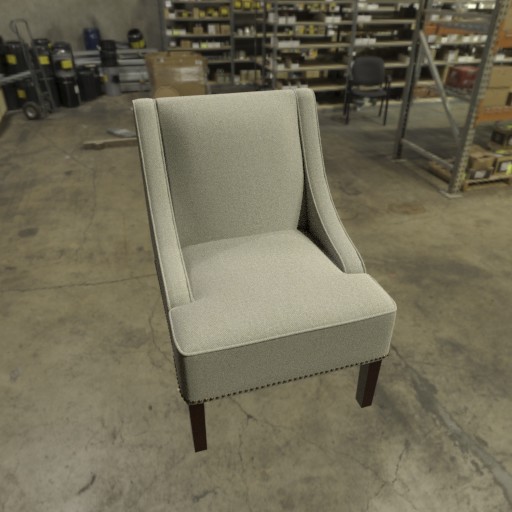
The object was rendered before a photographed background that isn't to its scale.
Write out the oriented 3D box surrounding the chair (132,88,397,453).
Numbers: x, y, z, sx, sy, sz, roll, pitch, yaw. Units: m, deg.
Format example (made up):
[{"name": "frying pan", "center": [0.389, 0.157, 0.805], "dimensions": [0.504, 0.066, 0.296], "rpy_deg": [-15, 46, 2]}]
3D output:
[{"name": "chair", "center": [0.000, 0.000, 1.433], "dimensions": [0.628, 0.872, 0.748], "rpy_deg": [-9, 33, -14]}]
